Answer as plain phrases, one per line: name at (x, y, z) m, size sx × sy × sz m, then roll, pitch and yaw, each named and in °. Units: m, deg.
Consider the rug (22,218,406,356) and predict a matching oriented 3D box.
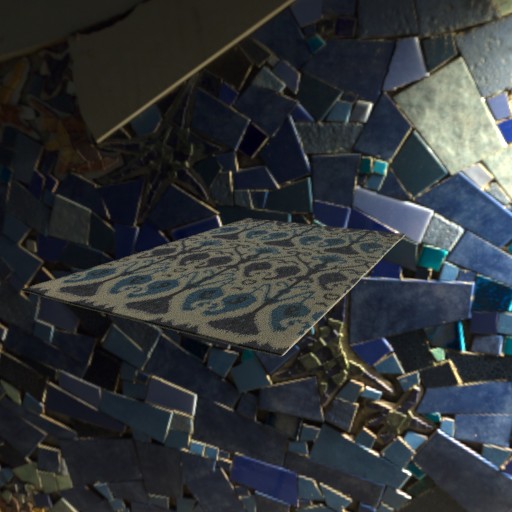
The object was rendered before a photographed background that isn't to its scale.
rug at (0.000, 0.000, 2.117) m, size 1.072 × 0.013 × 1.698 m, roll 8°, pitch 17°, yaw 27°
